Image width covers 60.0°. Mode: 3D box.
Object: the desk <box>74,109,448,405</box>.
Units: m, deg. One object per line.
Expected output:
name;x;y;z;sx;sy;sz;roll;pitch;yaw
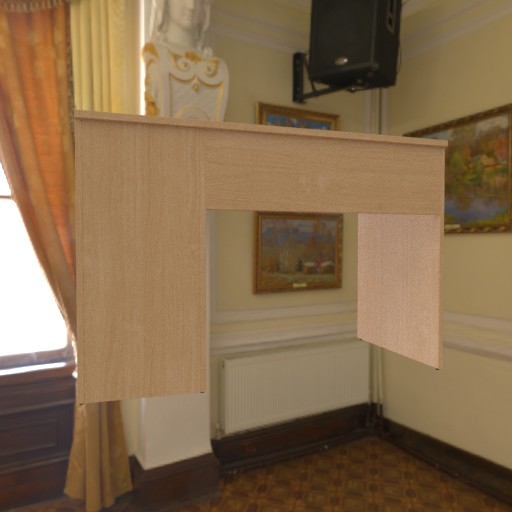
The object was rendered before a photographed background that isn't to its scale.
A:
desk;0.000;0.000;1.516;1.097;0.735;0.560;0;1;-17
